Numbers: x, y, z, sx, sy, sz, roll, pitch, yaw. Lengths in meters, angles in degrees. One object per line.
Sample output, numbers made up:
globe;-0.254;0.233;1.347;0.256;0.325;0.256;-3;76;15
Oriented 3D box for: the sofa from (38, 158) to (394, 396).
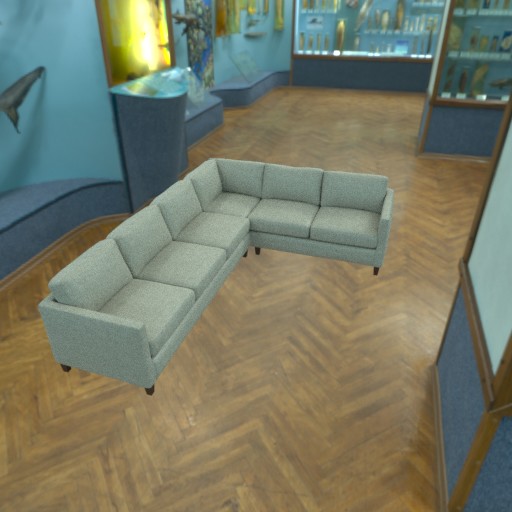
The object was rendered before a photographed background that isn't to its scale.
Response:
sofa;0.000;0.000;4.528;2.522;0.934;3.333;10;32;16
